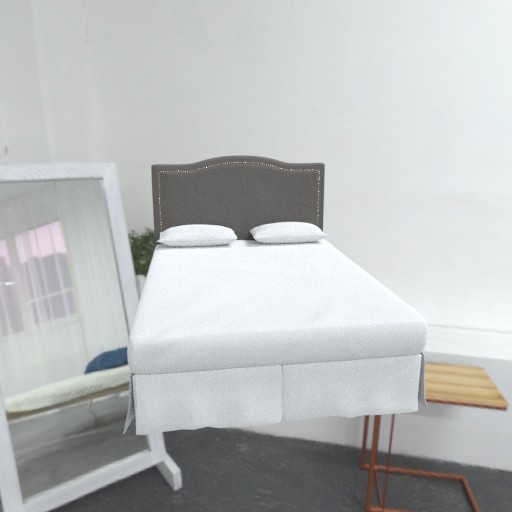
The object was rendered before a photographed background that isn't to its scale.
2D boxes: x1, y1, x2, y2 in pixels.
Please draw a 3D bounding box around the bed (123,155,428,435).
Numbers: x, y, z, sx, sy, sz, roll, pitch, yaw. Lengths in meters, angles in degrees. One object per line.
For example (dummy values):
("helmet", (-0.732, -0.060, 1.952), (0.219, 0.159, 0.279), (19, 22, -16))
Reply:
("bed", (0.000, 0.000, 3.464), (1.821, 1.436, 2.282), (-2, 16, -8))
